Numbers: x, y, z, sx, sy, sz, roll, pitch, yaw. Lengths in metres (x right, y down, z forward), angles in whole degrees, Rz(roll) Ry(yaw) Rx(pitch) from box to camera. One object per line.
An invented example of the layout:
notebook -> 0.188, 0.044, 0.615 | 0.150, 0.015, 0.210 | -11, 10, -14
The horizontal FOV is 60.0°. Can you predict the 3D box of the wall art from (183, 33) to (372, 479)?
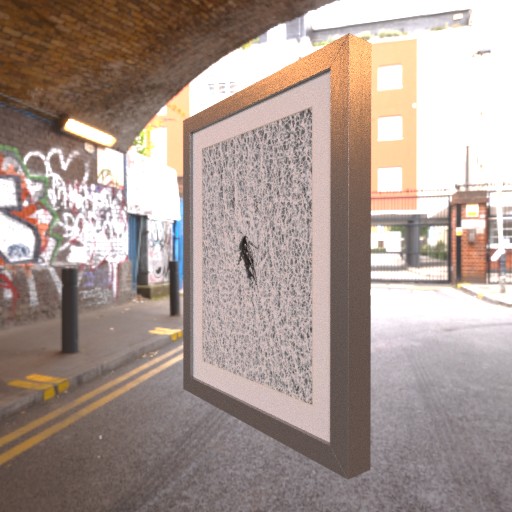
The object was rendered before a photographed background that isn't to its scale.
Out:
wall art -> 0.000, 0.000, 0.509 | 0.030, 0.379, 0.308 | 0, 1, -36
